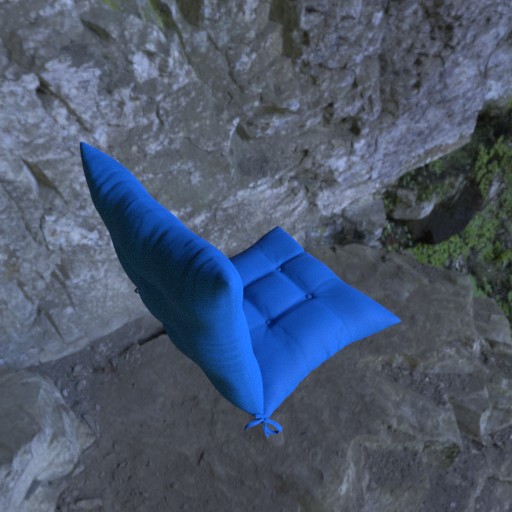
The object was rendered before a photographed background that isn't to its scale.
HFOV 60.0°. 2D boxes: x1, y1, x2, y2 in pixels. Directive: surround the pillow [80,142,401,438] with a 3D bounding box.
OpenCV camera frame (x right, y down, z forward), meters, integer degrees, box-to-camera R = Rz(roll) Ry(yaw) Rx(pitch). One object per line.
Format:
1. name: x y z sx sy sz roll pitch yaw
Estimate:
1. pillow: 0.000 0.000 1.028 0.585 0.536 0.541 -28 49 -27
